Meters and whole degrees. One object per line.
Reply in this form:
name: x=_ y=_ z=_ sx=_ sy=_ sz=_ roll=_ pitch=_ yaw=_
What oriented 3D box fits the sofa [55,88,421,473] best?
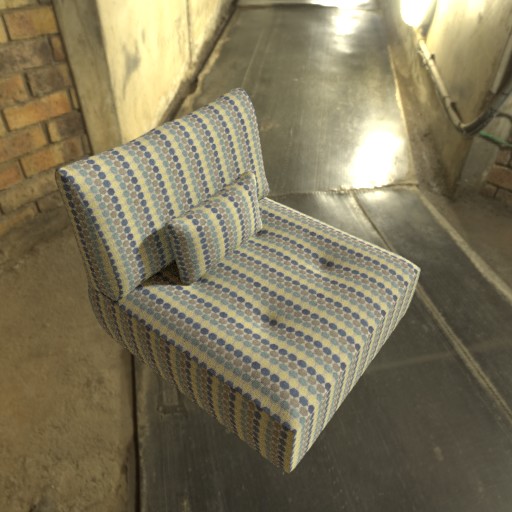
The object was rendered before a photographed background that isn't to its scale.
sofa: x=0.000 y=0.000 z=1.695 sx=1.000 sy=0.830 sz=0.930 roll=28 pitch=48 yaw=28
